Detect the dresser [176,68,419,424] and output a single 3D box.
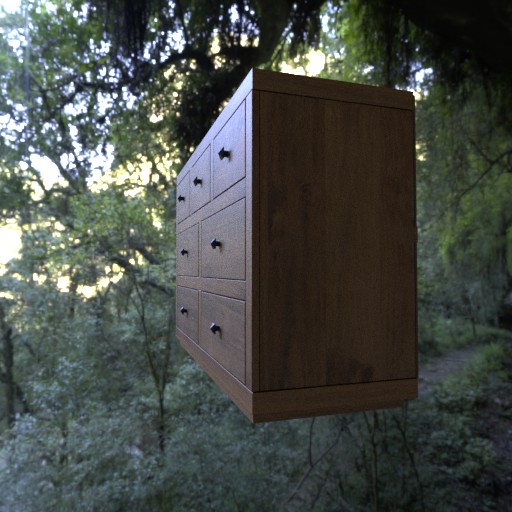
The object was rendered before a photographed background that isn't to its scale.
[{"bbox_3d":[0.000,0.000,1.669,0.479,0.825,1.261,1,-2,-18],"label":"dresser"}]
